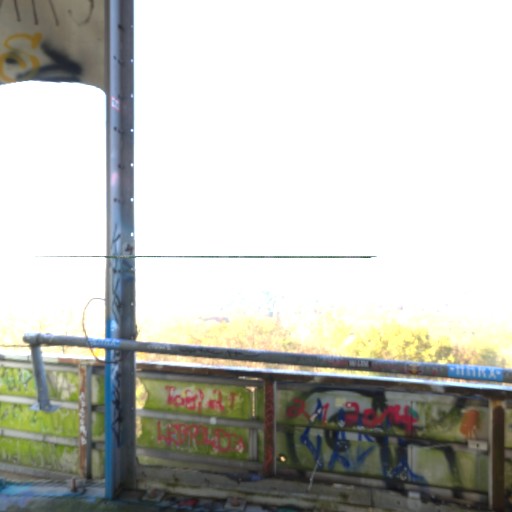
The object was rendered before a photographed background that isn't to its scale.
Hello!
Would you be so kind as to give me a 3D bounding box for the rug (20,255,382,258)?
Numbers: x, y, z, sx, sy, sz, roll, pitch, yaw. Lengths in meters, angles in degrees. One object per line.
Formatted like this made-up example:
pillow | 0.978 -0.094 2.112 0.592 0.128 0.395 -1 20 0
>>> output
rug | 0.000 0.000 2.287 1.220 0.006 1.826 0 0 17
